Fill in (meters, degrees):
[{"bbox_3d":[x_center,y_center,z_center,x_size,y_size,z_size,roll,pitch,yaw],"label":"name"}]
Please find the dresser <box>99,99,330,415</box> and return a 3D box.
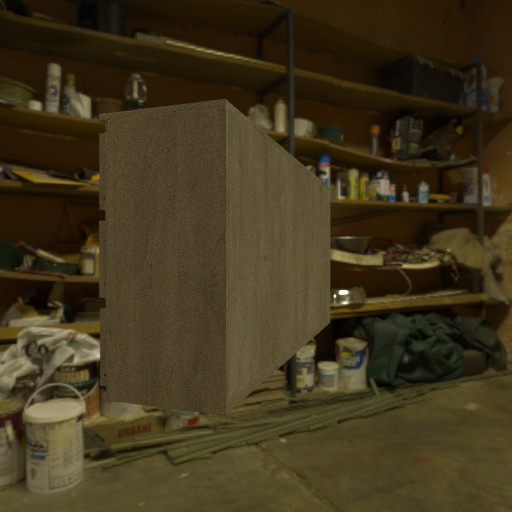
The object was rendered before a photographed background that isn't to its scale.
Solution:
[{"bbox_3d":[0.000,0.000,1.925,0.390,0.795,1.590,0,0,19],"label":"dresser"}]
